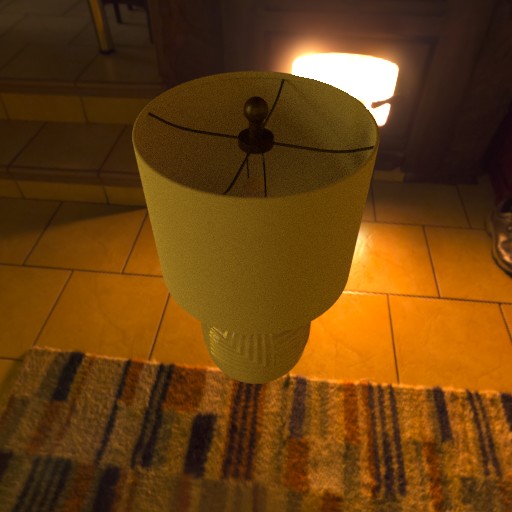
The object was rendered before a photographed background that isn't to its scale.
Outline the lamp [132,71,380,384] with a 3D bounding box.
[{"bbox_3d":[0.000,0.000,0.757,0.318,0.567,0.318,0,46,0],"label":"lamp"}]
